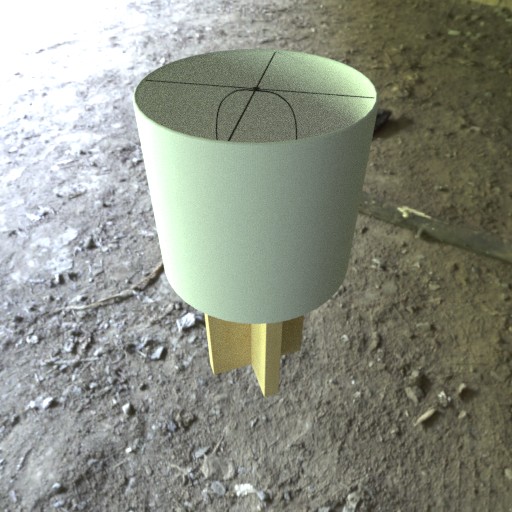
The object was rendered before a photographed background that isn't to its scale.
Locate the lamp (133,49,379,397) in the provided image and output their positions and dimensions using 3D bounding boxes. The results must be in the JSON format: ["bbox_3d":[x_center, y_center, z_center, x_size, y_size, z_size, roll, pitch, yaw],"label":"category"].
[{"bbox_3d":[0.000,0.000,0.560,0.229,0.428,0.229,-13,43,-14],"label":"lamp"}]
